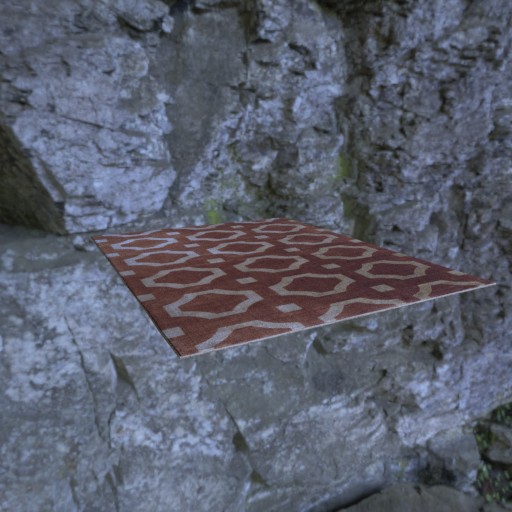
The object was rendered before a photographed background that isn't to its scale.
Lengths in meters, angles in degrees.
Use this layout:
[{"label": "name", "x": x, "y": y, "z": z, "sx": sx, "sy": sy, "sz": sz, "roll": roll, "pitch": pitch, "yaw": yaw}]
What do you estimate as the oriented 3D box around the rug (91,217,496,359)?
[{"label": "rug", "x": 0.000, "y": 0.000, "z": 4.064, "sx": 2.466, "sy": 0.021, "sz": 3.049, "roll": -8, "pitch": 17, "yaw": -27}]
